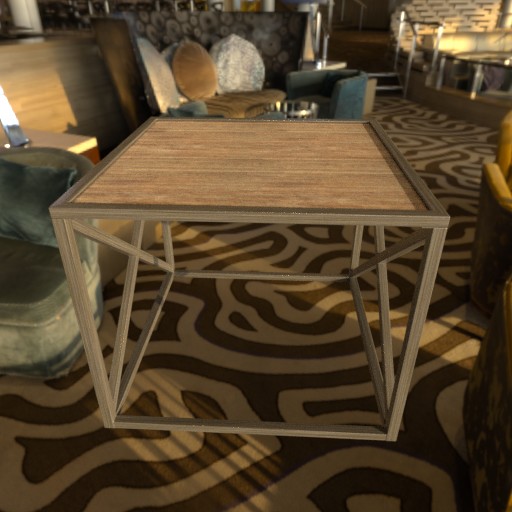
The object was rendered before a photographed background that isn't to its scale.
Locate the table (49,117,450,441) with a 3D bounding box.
[{"bbox_3d":[0.000,0.000,1.060,0.609,0.507,0.611,2,30,3],"label":"table"}]
